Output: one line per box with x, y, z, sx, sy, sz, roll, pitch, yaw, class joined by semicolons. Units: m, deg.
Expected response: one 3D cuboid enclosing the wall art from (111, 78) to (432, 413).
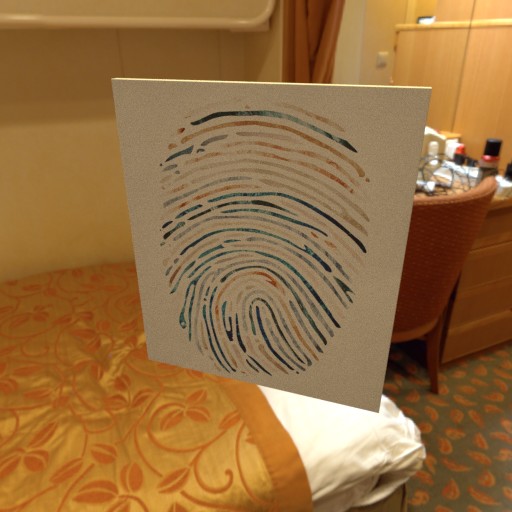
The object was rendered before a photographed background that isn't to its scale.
0.000;0.000;0.971;0.609;0.710;0.021;8;27;17;wall art
